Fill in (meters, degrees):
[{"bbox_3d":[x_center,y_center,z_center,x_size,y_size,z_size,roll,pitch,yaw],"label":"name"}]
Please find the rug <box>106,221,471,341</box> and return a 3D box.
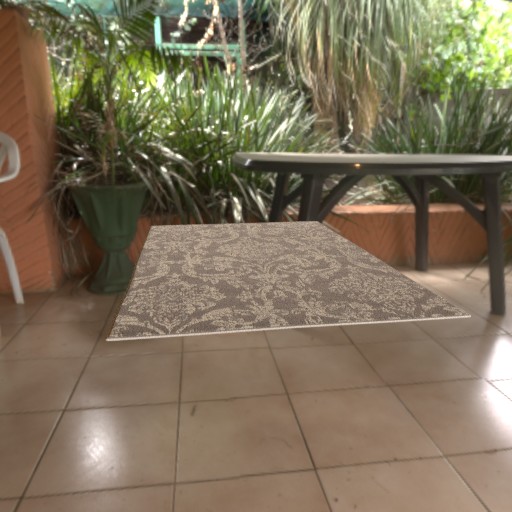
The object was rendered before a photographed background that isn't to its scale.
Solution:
[{"bbox_3d":[0.000,0.000,2.298,1.206,0.012,1.824,-2,15,-9],"label":"rug"}]
